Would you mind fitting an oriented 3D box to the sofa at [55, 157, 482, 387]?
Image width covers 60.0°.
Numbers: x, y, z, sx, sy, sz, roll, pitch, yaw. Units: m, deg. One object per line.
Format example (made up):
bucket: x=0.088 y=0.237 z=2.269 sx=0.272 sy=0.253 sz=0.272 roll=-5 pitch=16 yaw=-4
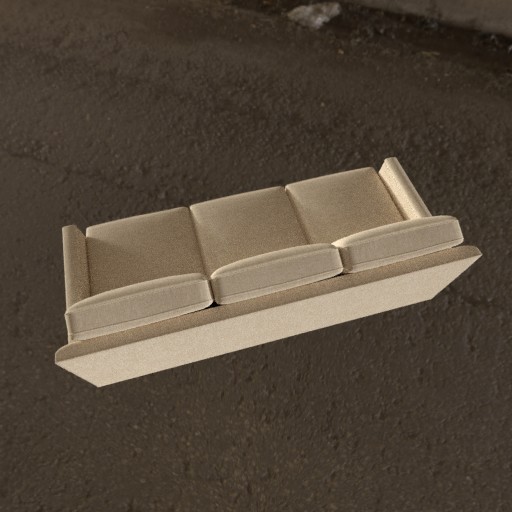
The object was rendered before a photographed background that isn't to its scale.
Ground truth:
sofa: x=0.000 y=0.000 z=2.739 sx=2.210 sy=0.940 sz=1.041 roll=-13 pitch=58 yaw=-8
